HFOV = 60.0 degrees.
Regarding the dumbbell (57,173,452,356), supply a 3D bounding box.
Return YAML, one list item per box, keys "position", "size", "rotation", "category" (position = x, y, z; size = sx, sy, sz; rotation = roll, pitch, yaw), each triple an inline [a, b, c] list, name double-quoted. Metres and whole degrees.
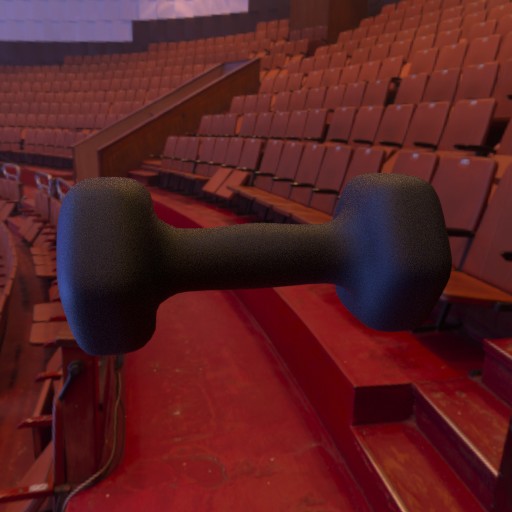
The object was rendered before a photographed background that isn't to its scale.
- position: [0.000, 0.000, 0.285]
  size: [0.231, 0.101, 0.112]
  rotation: [-3, 15, -9]
  category: "dumbbell"
